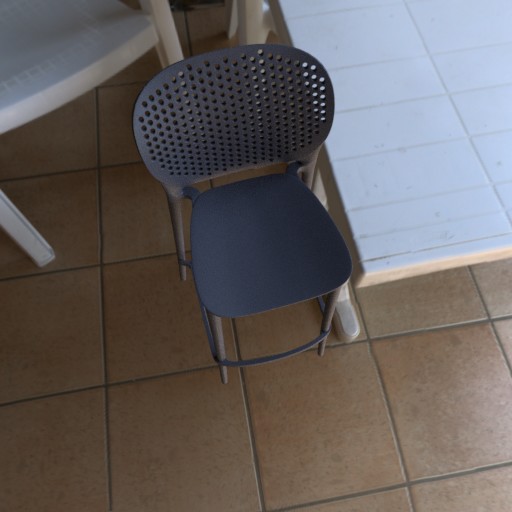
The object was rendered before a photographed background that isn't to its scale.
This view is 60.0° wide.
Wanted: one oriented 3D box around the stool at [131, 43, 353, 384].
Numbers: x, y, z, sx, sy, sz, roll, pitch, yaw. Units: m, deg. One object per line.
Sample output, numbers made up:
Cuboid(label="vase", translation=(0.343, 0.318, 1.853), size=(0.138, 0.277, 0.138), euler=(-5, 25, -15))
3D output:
Cuboid(label="stool", translation=(0.000, 0.000, 1.325), size=(0.536, 1.045, 0.535), euler=(-14, 66, -7))
